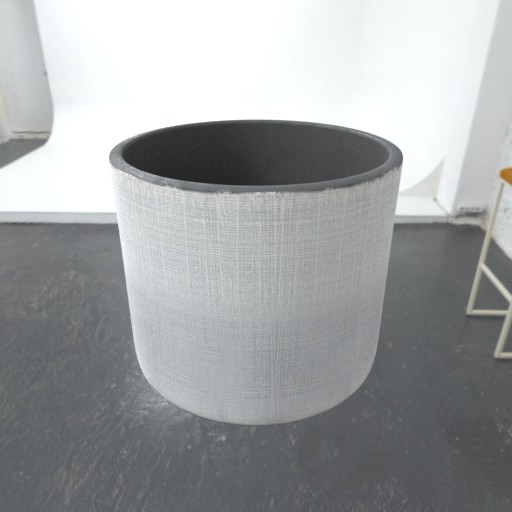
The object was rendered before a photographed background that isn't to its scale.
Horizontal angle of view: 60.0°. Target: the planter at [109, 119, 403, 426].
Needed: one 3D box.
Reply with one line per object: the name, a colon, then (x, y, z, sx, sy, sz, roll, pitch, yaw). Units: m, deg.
planter: (0.000, 0.000, 0.440, 0.254, 0.221, 0.254, 0, 27, 0)
